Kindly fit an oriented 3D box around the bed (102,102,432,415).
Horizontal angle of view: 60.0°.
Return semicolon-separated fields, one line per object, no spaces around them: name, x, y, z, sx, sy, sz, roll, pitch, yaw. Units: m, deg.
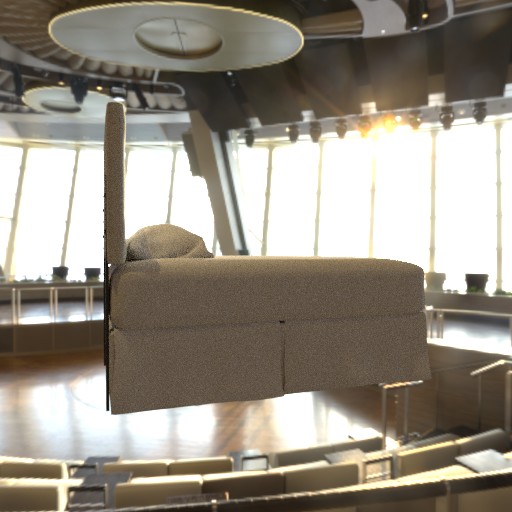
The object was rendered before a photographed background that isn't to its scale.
bed;0.000;0.000;3.064;1.997;1.571;1.261;0;1;-20
